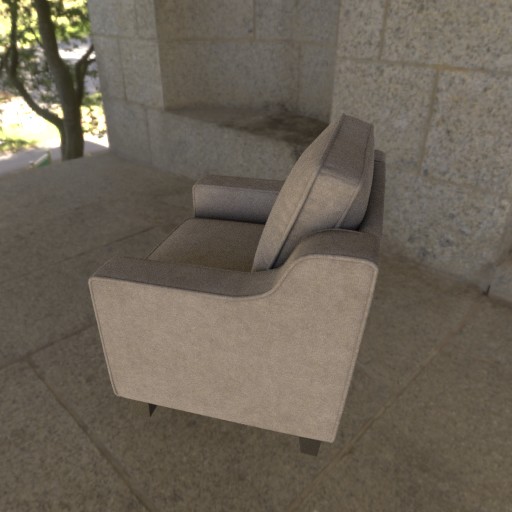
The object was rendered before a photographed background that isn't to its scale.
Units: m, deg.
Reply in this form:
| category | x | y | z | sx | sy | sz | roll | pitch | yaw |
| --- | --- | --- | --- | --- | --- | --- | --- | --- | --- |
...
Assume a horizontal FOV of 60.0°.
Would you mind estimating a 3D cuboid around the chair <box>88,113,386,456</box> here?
| category | x | y | z | sx | sy | sz | roll | pitch | yaw |
| --- | --- | --- | --- | --- | --- | --- | --- | --- | --- |
| chair | 0.000 | 0.000 | 1.629 | 0.840 | 0.944 | 0.926 | 8 | 30 | 13 |
